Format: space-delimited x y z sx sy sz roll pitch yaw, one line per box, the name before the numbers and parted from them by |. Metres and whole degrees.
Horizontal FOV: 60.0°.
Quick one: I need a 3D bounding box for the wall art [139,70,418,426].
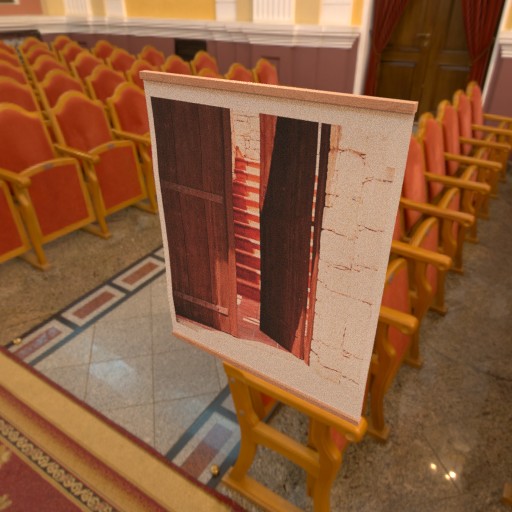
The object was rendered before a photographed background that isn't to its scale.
wall art | 0.000 0.000 0.693 0.406 0.508 0.013 19 35 28
